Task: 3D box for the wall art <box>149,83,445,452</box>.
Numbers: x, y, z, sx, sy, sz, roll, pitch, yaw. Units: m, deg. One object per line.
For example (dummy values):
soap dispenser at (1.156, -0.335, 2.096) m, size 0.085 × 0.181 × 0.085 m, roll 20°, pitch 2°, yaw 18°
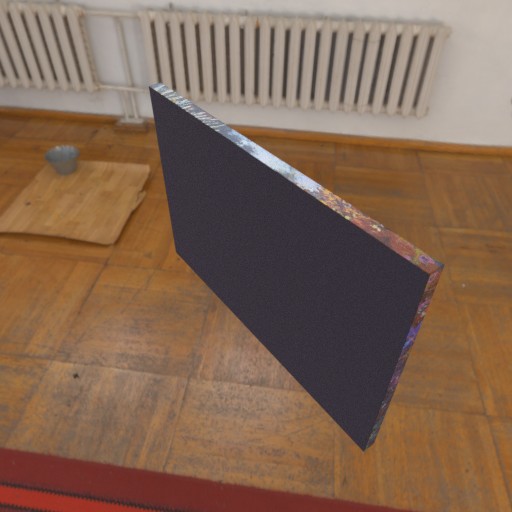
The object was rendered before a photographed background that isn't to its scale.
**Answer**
wall art at (0.000, 0.000, 1.142) m, size 0.037 × 0.604 × 0.908 m, roll -27°, pitch 49°, yaw -27°
